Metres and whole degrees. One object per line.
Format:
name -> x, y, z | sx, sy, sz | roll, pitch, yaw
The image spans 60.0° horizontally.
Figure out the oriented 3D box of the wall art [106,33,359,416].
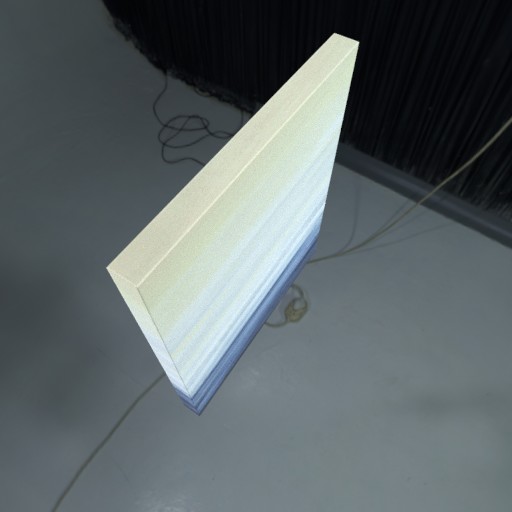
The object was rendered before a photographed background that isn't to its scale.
wall art -> 0.000, 0.000, 0.707 | 0.037, 0.511, 0.435 | 29, 63, 17
